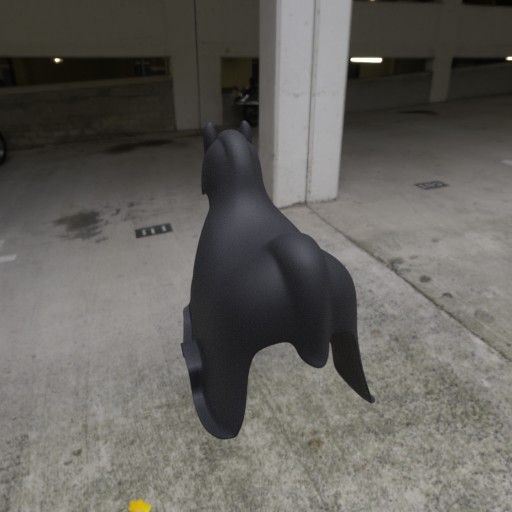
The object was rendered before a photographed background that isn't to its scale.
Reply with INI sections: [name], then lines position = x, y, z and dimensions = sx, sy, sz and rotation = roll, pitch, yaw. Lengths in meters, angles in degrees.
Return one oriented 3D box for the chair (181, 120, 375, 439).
[chair]
position = 0.000, 0.000, 1.159
dimensions = 0.429, 0.612, 0.800
rotation = -8, 26, -16
